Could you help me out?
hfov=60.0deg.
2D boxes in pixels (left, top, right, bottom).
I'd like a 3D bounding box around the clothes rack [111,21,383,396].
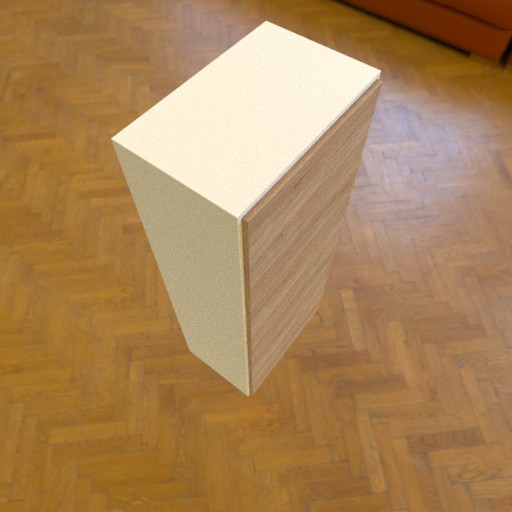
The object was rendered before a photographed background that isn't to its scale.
[{"bbox_3d":[0.000,0.000,1.411,0.331,1.187,0.500,33,64,19],"label":"clothes rack"}]
